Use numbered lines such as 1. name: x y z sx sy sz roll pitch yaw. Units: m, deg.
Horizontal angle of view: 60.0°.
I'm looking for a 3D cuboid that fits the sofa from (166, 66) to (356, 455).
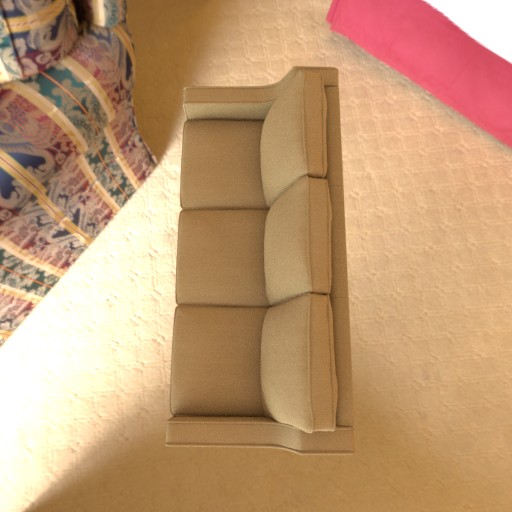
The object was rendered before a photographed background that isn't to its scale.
1. sofa: 0.000 0.000 2.536 0.911 0.974 1.986 0 76 0
